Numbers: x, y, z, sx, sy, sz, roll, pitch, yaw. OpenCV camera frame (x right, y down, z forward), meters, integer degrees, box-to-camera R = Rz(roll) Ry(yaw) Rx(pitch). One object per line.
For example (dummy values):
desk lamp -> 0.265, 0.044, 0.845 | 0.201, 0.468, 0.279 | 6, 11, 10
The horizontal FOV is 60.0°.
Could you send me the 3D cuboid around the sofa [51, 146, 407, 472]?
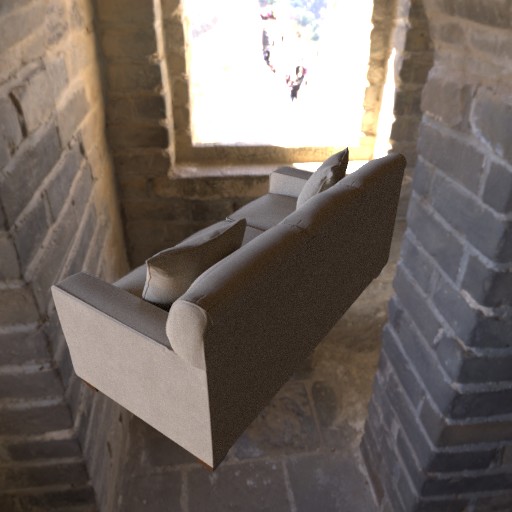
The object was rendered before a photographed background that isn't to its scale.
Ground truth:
sofa -> 0.000, 0.000, 2.587 | 0.997, 0.958, 2.024 | 20, 36, 30
